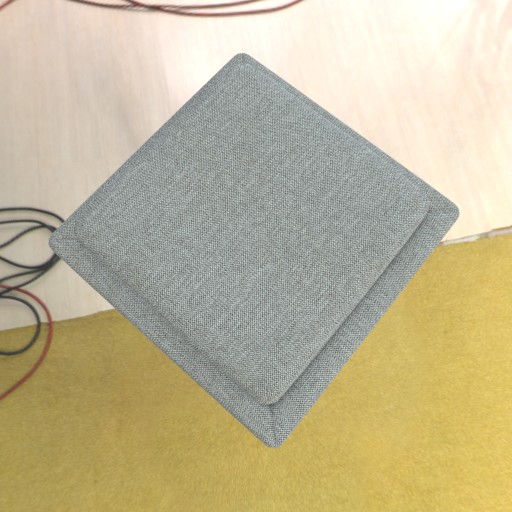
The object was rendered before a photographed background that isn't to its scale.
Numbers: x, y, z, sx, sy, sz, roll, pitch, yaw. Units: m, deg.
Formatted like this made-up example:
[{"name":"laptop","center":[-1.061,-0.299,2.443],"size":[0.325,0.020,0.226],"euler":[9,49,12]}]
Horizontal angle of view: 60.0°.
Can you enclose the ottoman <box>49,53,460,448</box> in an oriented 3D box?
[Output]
[{"name":"ottoman","center":[0.000,0.000,0.825],"size":[0.450,0.460,0.450],"euler":[39,78,10]}]
